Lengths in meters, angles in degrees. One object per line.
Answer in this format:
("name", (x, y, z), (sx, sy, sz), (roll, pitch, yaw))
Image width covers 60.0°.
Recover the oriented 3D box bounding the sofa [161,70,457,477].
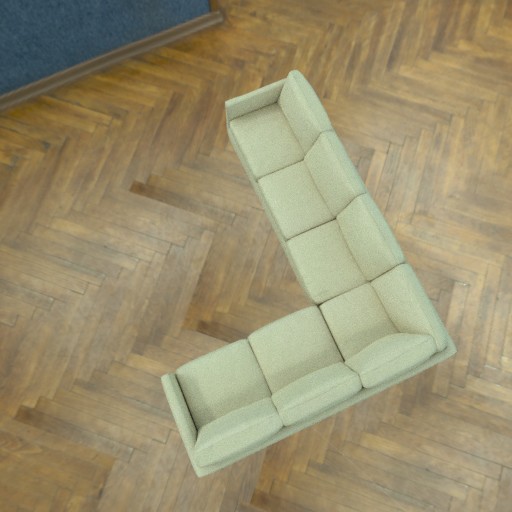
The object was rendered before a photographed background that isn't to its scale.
("sofa", (0.000, 0.000, 4.490), (2.593, 0.947, 3.302), (-23, 76, -6))
